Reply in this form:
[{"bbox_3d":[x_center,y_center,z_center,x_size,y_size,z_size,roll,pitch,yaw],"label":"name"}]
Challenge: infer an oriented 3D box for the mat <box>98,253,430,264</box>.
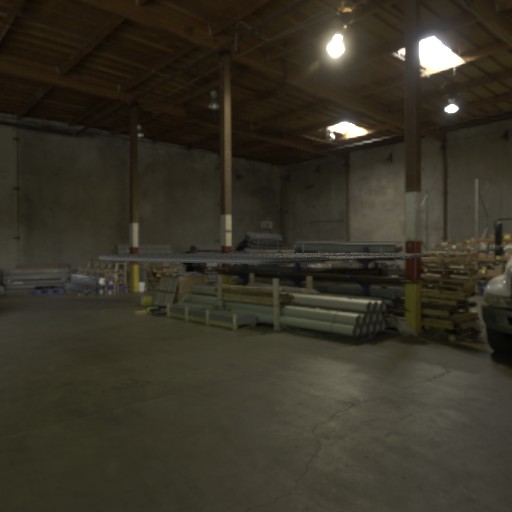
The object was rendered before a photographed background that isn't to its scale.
[{"bbox_3d":[0.000,0.000,1.589,0.917,0.016,1.220,0,1,35],"label":"mat"}]
